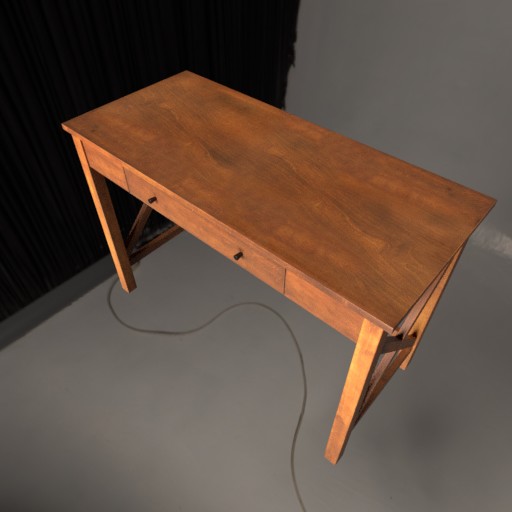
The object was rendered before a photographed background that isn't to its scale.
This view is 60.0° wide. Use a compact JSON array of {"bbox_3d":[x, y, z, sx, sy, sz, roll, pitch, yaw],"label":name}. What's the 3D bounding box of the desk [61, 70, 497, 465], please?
[{"bbox_3d":[0.000,0.000,1.474,1.117,0.762,0.508,32,54,28],"label":"desk"}]
